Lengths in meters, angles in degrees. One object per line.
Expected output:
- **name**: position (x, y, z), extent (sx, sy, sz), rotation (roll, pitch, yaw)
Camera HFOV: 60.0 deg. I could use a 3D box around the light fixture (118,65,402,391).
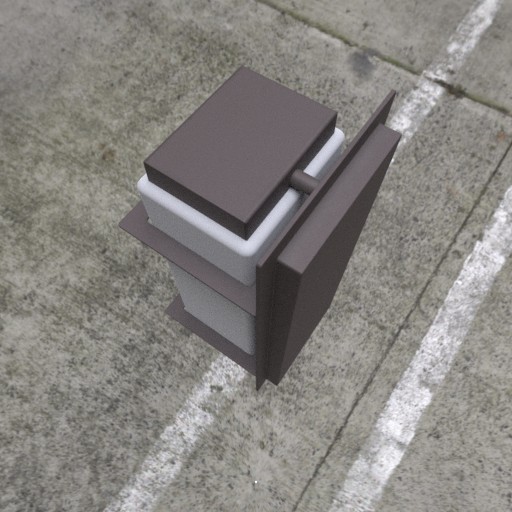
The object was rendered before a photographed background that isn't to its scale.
- **light fixture**: position (0.000, 0.000, 0.422), extent (0.146, 0.347, 0.153), rotation (32, 67, 15)
